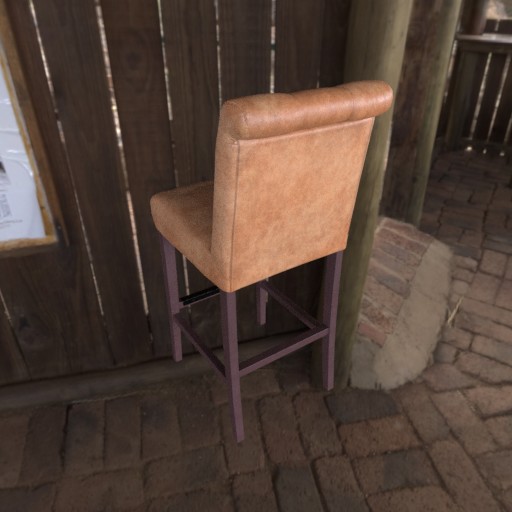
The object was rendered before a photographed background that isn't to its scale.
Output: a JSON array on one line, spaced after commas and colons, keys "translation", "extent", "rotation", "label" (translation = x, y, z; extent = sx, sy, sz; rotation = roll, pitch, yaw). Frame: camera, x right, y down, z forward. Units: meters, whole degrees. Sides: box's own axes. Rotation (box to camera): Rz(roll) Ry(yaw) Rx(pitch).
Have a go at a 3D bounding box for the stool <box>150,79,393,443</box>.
[{"translation": [0.000, 0.000, 1.484], "extent": [0.493, 1.140, 0.601], "rotation": [-19, 36, -29], "label": "stool"}]
